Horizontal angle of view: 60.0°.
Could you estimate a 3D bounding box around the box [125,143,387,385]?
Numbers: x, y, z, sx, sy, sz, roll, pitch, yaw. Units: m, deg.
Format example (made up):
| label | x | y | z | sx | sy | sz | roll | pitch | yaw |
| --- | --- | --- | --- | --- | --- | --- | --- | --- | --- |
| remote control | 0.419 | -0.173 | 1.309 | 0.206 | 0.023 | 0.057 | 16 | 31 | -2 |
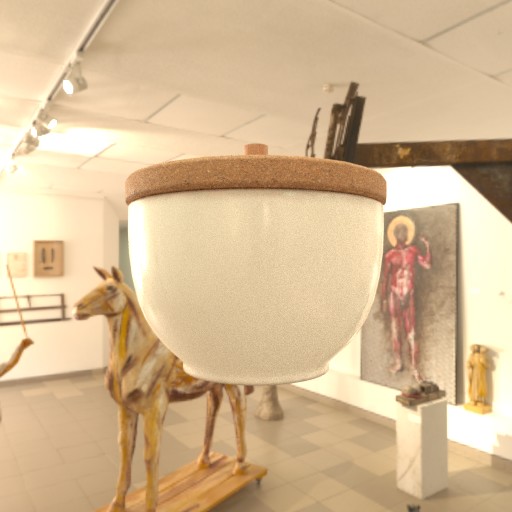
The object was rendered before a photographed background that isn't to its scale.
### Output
| label | x | y | z | sx | sy | sz | roll | pitch | yaw |
| --- | --- | --- | --- | --- | --- | --- | --- | --- | --- |
| box | 0.000 | 0.000 | 0.189 | 0.107 | 0.094 | 0.107 | 0 | -1 | 0 |
